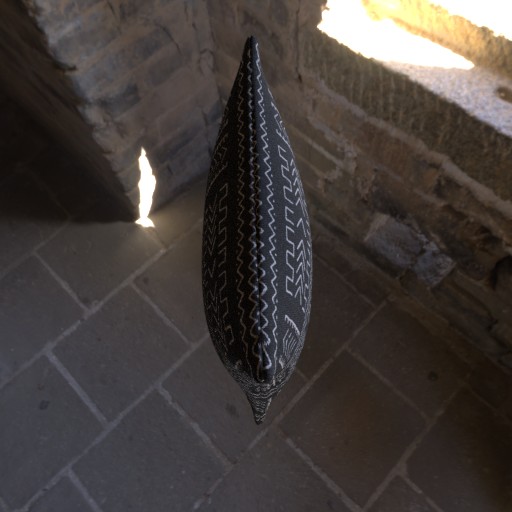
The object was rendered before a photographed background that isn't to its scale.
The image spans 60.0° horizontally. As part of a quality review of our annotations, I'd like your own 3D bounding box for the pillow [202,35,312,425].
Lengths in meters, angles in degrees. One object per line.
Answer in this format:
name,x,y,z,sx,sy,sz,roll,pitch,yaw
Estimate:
pillow,0.000,0.000,0.659,0.164,0.430,0.438,-2,65,-1
